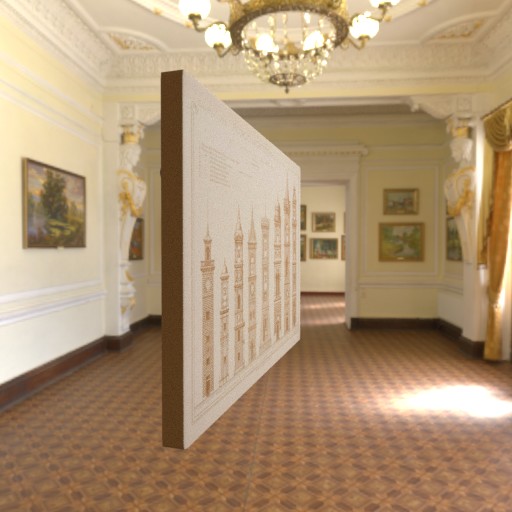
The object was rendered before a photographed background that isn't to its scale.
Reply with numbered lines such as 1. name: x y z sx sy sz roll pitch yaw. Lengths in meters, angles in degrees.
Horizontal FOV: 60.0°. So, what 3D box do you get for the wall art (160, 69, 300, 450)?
1. wall art: 0.000 0.000 0.477 0.019 0.254 0.380 0 1 17
